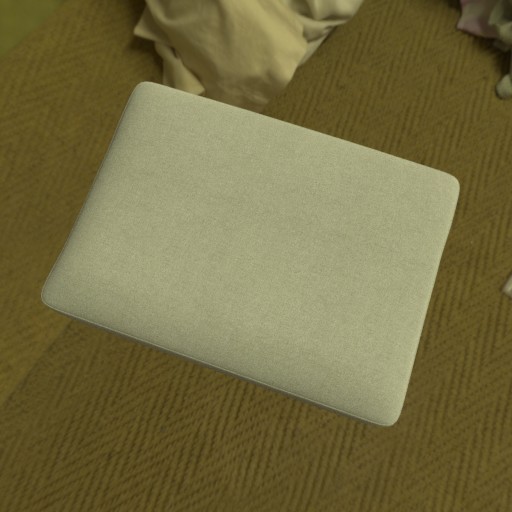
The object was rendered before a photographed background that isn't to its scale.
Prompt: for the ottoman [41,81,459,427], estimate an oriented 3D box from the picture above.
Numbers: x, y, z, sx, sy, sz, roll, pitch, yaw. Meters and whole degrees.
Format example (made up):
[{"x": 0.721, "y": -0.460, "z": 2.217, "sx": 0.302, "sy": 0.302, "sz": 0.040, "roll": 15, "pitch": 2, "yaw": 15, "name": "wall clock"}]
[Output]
[{"x": 0.000, "y": 0.000, "z": 1.049, "sx": 0.749, "sy": 0.428, "sz": 0.549, "roll": 18, "pitch": 77, "yaw": 4, "name": "ottoman"}]
